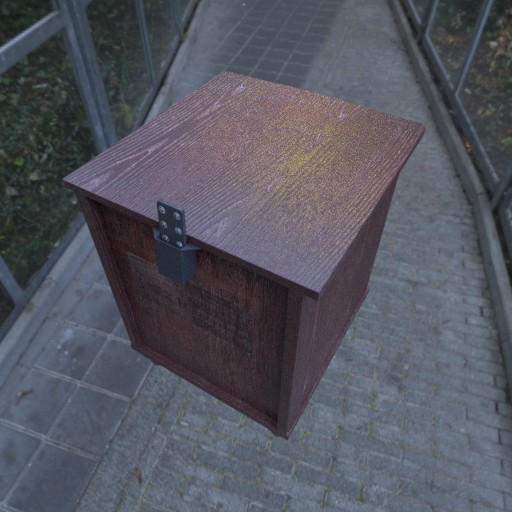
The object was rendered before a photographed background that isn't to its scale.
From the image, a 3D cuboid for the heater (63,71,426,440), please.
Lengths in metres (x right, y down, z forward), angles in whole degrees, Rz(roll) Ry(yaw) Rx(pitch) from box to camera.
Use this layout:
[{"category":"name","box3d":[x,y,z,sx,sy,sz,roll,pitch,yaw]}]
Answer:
[{"category":"heater","box3d":[0.000,0.000,0.755,0.362,0.481,0.400,24,51,21]}]
